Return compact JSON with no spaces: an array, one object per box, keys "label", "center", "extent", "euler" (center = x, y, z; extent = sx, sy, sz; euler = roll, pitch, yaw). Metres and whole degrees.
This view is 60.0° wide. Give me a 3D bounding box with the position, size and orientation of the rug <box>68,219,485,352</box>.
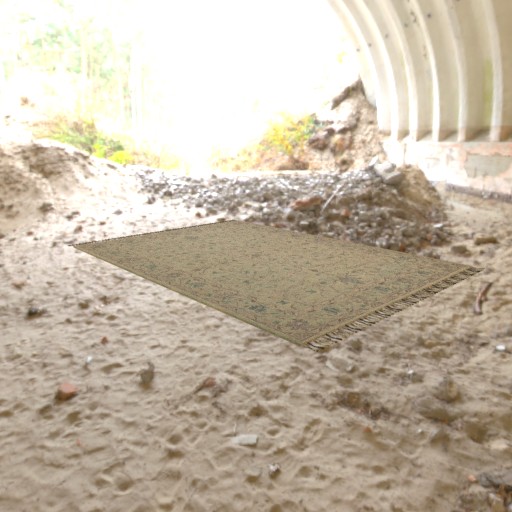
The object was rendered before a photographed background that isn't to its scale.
[{"label":"rug","center":[0.000,0.000,2.278],"extent":[1.247,0.008,1.802],"euler":[-13,20,-41]}]
